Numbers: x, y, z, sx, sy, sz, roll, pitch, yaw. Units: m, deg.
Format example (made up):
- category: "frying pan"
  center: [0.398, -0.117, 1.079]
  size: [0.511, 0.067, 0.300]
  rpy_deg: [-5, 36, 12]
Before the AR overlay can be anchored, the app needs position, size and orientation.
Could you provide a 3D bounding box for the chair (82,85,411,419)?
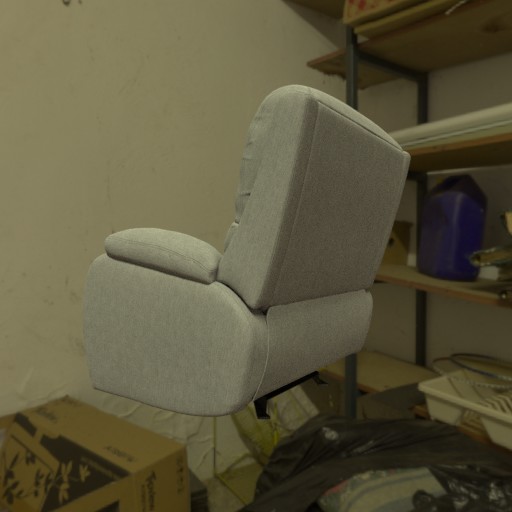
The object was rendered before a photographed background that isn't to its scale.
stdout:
- category: "chair"
  center: [0.000, 0.000, 1.661]
  size: [0.899, 1.011, 0.930]
  rpy_deg: [0, 1, 35]
